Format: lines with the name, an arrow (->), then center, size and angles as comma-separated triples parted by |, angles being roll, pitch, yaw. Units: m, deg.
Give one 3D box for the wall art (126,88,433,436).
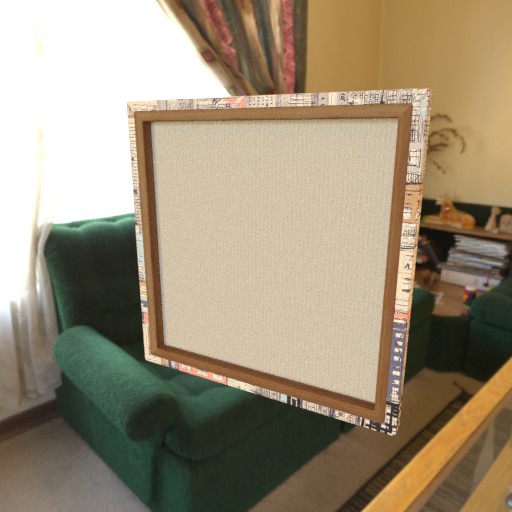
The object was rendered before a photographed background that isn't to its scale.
wall art -> 0.000, 0.000, 0.894 | 0.607, 0.608, 0.038 | 8, 18, 27
